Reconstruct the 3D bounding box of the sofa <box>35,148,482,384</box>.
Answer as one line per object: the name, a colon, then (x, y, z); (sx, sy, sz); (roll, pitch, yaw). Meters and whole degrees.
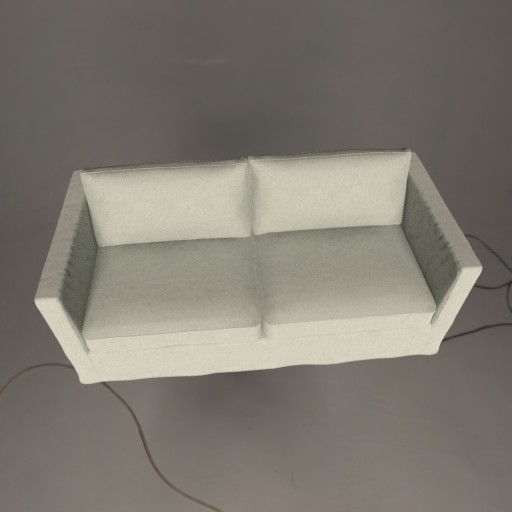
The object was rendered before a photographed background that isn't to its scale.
sofa: (0.000, 0.000, 2.429); (1.987, 0.870, 0.940); (-4, 47, -4)
